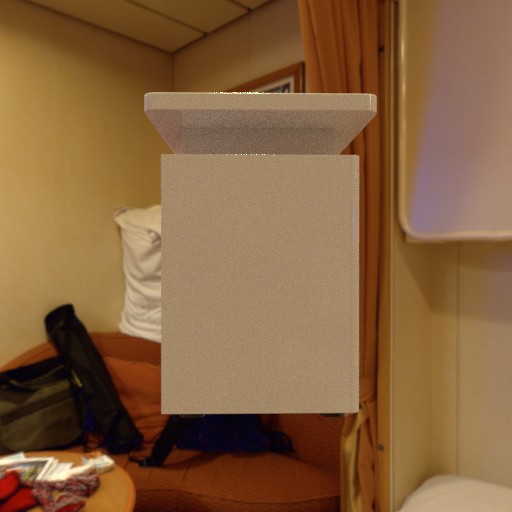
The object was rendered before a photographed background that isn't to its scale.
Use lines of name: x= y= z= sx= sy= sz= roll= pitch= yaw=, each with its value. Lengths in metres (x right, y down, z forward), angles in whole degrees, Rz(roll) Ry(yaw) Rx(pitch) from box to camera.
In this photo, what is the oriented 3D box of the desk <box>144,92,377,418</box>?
desk: x=0.000 y=0.000 z=1.727 sx=0.550 sy=0.762 sz=1.400 roll=0 pitch=0 yaw=-1
